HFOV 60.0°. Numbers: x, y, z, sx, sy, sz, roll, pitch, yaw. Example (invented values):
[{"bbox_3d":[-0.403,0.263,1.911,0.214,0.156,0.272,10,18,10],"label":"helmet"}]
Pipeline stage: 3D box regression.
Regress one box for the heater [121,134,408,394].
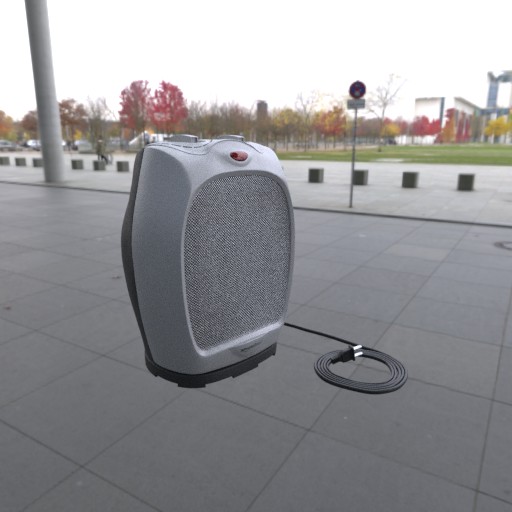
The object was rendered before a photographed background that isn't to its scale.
[{"bbox_3d":[0.000,0.000,0.482,0.239,0.255,0.291,-13,20,-42],"label":"heater"}]
